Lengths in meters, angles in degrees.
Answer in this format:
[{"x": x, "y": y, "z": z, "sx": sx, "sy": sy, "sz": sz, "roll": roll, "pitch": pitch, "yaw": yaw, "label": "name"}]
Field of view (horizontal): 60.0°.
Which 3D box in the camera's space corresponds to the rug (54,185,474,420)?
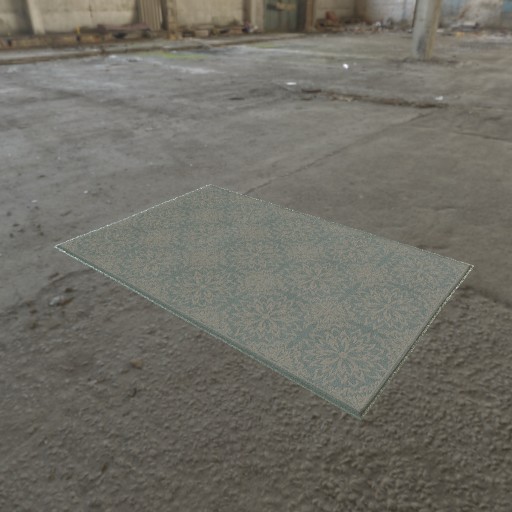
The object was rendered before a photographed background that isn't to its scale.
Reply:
[{"x": 0.000, "y": 0.000, "z": 2.318, "sx": 1.840, "sy": 0.012, "sz": 1.219, "roll": 22, "pitch": 36, "yaw": 33, "label": "rug"}]
